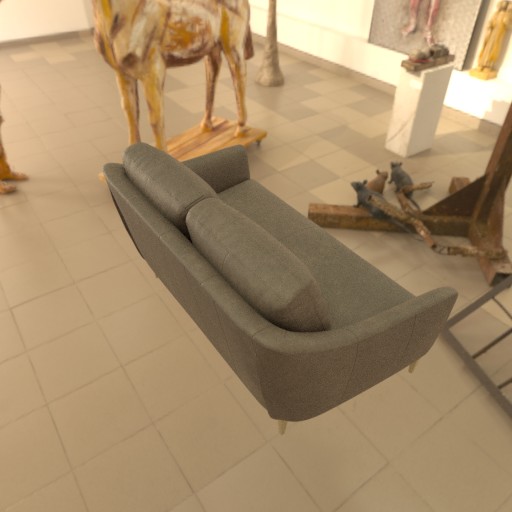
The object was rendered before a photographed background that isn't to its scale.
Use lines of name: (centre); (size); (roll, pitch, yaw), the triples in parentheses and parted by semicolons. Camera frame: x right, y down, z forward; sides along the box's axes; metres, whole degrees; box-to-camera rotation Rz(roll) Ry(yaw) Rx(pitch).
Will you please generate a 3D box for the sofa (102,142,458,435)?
sofa: (0.000, 0.000, 2.207); (0.960, 0.902, 1.619); (-25, 46, -26)
